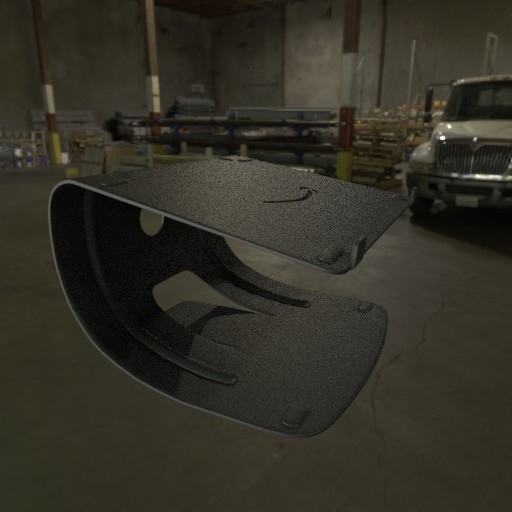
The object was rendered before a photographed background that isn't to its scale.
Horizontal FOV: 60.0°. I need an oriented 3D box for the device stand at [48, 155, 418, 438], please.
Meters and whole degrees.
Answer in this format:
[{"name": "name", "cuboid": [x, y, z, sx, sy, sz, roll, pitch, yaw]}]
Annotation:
[{"name": "device stand", "cuboid": [0.000, 0.000, 0.399, 0.236, 0.155, 0.256, 8, 19, 25]}]
